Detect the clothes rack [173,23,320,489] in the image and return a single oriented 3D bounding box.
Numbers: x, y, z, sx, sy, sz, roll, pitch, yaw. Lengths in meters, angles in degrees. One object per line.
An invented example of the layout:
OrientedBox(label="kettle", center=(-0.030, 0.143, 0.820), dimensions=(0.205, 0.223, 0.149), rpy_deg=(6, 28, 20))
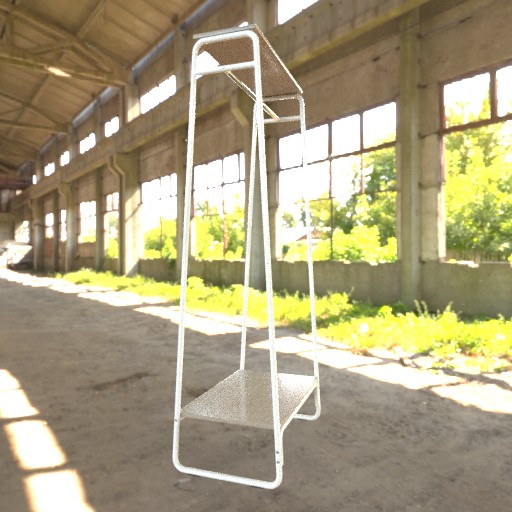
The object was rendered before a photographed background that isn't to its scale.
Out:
OrientedBox(label="clothes rack", center=(0.000, 0.000, 1.779), dimensions=(0.400, 1.512, 0.640), rpy_deg=(0, 1, 20))
